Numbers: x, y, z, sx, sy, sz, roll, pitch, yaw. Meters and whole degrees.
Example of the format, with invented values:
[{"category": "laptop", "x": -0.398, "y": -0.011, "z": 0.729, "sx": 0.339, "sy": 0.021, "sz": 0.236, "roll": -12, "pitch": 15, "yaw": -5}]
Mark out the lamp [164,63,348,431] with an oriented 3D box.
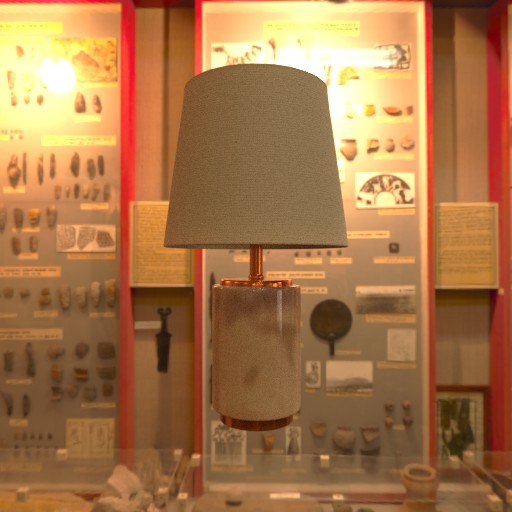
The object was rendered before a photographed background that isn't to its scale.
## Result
[{"category": "lamp", "x": 0.000, "y": 0.000, "z": 0.464, "sx": 0.189, "sy": 0.340, "sz": 0.189, "roll": 0, "pitch": 0, "yaw": 0}]
